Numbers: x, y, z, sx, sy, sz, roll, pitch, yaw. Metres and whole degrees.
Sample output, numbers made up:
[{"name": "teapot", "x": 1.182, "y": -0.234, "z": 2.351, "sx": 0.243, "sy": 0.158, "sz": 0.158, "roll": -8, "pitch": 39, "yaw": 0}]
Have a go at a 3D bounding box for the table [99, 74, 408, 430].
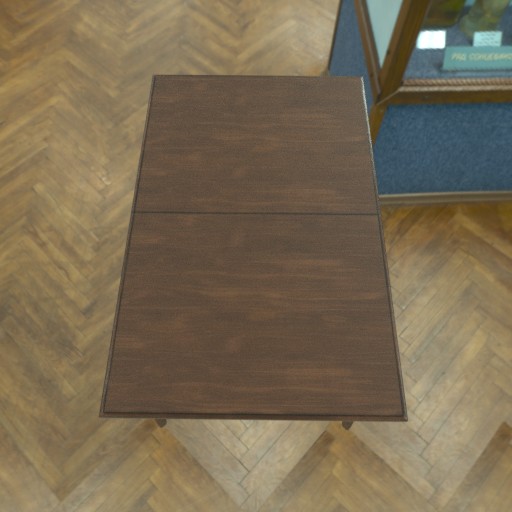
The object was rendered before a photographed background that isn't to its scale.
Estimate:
[{"name": "table", "x": 0.000, "y": 0.000, "z": 2.085, "sx": 0.990, "sy": 0.761, "sz": 1.524, "roll": 1, "pitch": 64, "yaw": 0}]
